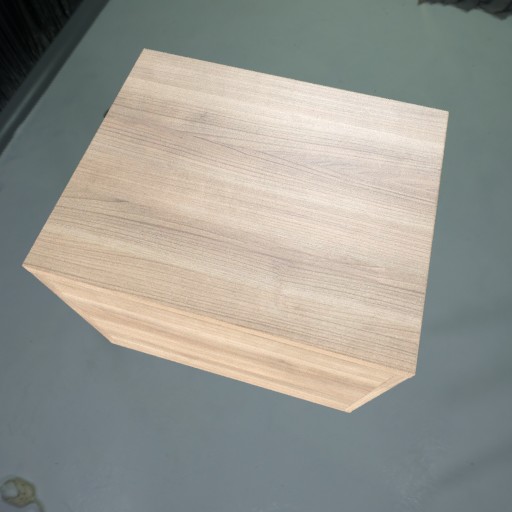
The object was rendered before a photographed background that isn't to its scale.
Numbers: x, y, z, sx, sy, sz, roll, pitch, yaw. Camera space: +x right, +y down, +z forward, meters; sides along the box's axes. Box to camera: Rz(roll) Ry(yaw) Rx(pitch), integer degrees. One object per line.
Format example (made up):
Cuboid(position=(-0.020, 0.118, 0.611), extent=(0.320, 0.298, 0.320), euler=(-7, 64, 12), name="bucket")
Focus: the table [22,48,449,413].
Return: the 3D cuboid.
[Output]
Cuboid(position=(0.000, 0.000, 0.763), extent=(0.445, 0.460, 0.380), euler=(14, 65, 7), name="table")
